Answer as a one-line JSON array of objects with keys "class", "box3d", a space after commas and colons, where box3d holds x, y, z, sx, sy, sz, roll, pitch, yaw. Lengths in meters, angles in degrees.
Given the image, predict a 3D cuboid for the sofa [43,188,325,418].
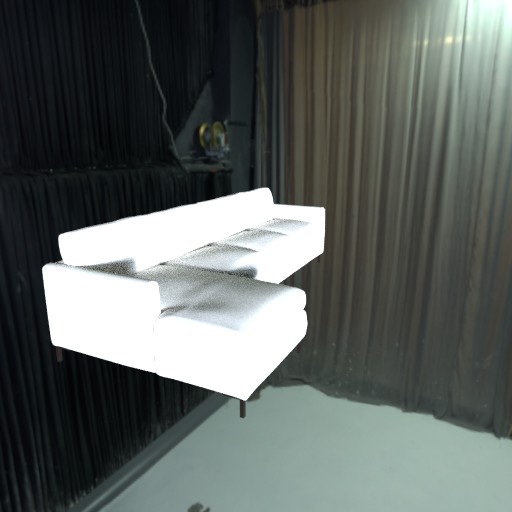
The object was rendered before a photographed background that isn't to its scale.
[{"class": "sofa", "box3d": [0.000, 0.000, 3.855, 1.467, 0.875, 3.186, 7, 16, 25]}]
